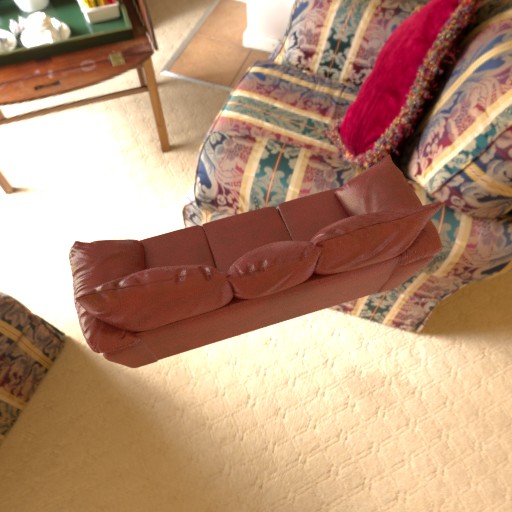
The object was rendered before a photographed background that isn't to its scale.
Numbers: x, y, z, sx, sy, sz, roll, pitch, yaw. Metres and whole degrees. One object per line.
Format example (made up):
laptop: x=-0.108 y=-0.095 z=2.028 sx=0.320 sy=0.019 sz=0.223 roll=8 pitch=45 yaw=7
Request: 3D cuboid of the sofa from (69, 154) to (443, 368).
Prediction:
sofa: x=0.000 y=0.000 z=3.063 sx=2.390 sy=1.091 sz=0.907 roll=-16 pitch=61 yaw=-9
